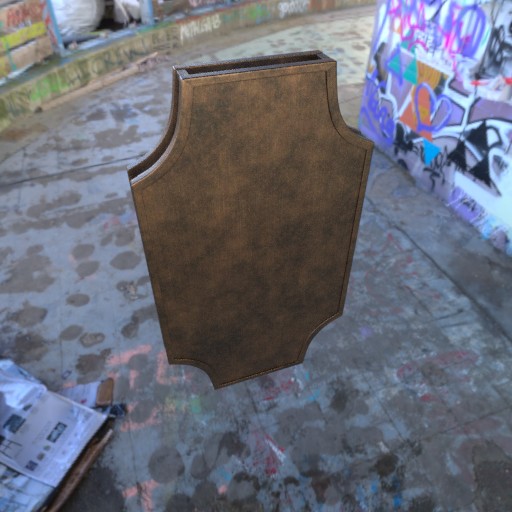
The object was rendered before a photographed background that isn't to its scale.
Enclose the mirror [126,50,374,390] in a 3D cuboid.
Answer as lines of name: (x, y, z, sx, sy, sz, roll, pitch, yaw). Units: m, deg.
mirror: (0.000, 0.000, 0.974, 0.462, 0.811, 0.066, -13, 42, -15)
